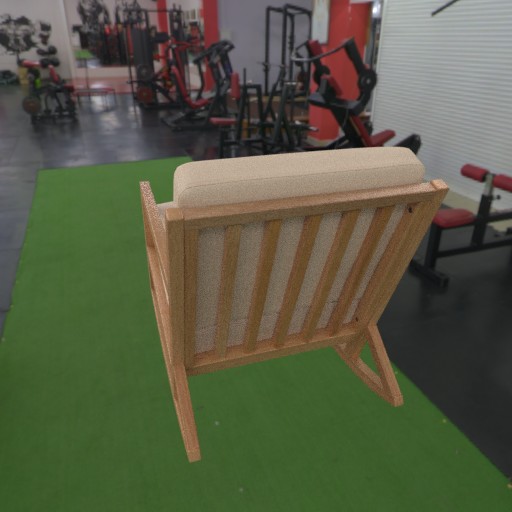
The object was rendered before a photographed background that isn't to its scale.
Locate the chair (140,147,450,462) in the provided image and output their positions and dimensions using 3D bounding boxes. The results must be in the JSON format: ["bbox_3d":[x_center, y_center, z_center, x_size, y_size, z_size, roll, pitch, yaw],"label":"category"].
[{"bbox_3d":[0.000,0.000,1.397,0.622,0.790,0.857,-8,27,-16],"label":"chair"}]
